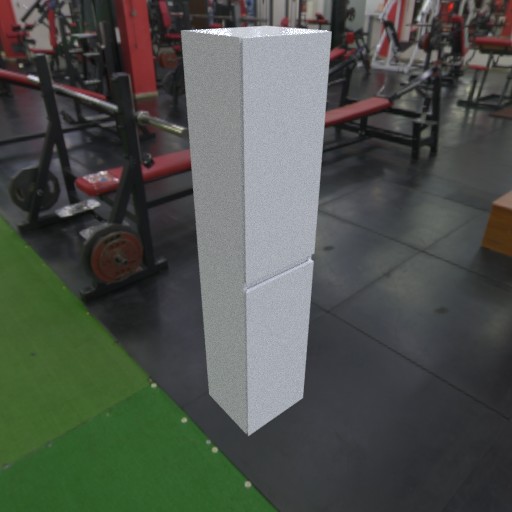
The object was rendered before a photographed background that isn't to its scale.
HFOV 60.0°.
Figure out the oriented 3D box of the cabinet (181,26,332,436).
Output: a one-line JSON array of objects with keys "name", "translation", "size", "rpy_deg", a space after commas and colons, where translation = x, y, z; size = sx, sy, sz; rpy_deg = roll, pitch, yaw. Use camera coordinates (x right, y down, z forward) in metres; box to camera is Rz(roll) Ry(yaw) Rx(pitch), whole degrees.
[{"name": "cabinet", "translation": [0.000, 0.000, 1.542], "size": [0.300, 1.400, 0.270], "rpy_deg": [-23, 38, -33]}]
